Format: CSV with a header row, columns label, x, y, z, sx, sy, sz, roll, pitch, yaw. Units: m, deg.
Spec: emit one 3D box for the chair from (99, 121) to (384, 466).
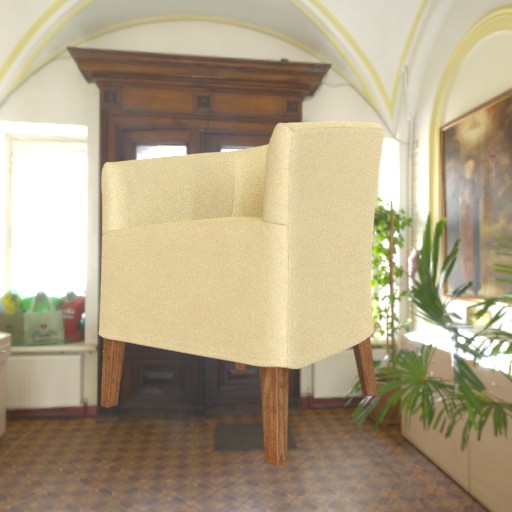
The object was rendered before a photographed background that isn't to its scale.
label,x,y,z,sx,sy,sz,roll,pitch,yaw
chair,0.000,0.000,1.288,0.643,0.822,0.657,0,-1,37
